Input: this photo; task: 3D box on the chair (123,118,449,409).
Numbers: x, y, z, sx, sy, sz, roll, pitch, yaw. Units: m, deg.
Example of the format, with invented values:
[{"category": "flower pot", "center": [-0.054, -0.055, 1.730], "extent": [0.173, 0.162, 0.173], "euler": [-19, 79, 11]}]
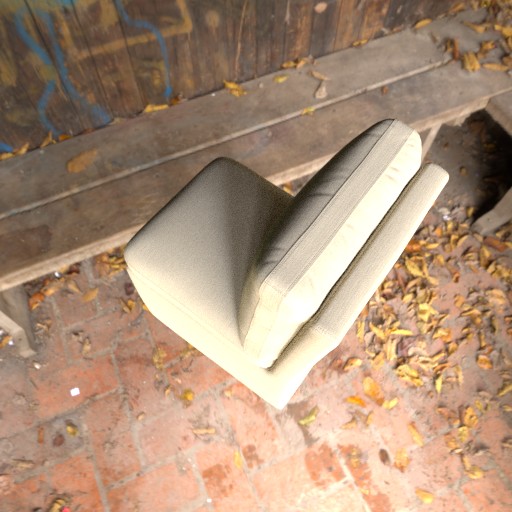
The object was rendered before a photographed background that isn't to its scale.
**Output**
[{"category": "chair", "center": [0.000, 0.000, 1.294], "extent": [0.698, 0.927, 0.503], "euler": [33, 66, 17]}]
